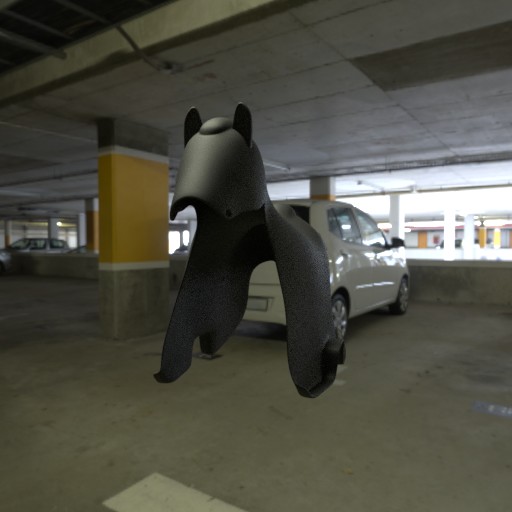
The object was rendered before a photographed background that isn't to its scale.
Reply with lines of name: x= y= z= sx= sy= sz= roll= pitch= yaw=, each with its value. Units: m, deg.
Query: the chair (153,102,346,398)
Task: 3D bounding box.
chair: x=0.000 y=0.000 z=1.140 sx=0.429 sy=0.612 sz=0.800 roll=0 pitch=2 yaw=17
